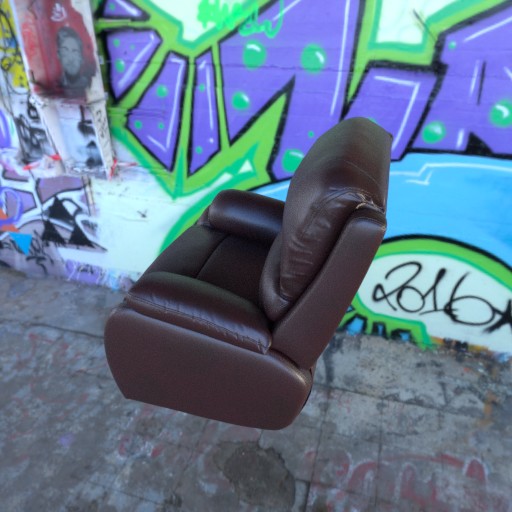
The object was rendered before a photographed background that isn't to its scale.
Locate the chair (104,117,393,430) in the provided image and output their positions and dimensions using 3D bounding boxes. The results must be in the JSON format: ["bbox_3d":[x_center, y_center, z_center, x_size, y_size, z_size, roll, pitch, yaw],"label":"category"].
[{"bbox_3d":[0.000,0.000,1.723,0.899,1.011,0.930,8,32,14],"label":"chair"}]
